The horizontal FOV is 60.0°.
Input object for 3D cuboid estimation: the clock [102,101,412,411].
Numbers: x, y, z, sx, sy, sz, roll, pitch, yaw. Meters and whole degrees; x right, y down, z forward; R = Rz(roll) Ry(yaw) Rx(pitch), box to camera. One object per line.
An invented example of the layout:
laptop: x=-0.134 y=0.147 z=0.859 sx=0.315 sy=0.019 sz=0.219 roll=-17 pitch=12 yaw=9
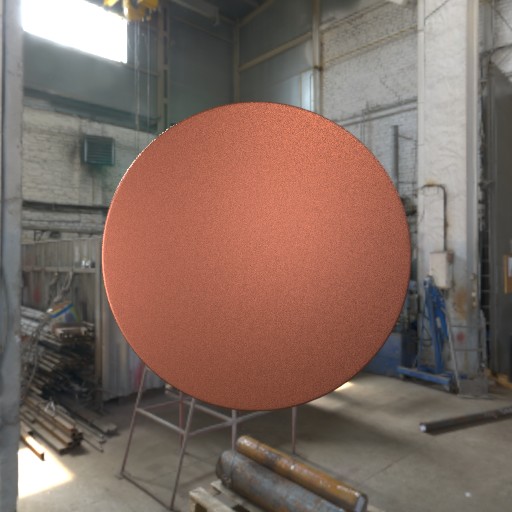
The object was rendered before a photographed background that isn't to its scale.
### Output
clock: x=0.000 y=0.000 z=0.466 sx=0.313 sy=0.313 sz=0.040 roll=0 pitch=-1 yaw=1
